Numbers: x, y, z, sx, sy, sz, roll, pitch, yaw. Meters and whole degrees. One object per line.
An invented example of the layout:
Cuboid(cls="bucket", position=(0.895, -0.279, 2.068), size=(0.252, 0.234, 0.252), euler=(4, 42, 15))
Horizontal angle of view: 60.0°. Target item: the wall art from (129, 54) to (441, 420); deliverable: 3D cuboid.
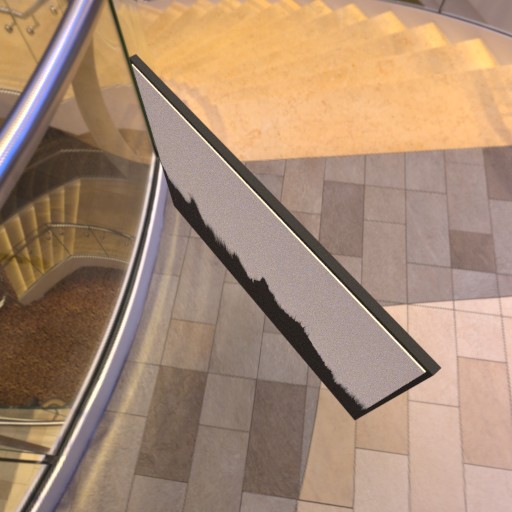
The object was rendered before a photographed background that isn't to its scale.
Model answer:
Cuboid(cls="wall art", position=(0.000, 0.000, 1.473), size=(0.028, 0.805, 1.190), euler=(-35, 69, -16))
